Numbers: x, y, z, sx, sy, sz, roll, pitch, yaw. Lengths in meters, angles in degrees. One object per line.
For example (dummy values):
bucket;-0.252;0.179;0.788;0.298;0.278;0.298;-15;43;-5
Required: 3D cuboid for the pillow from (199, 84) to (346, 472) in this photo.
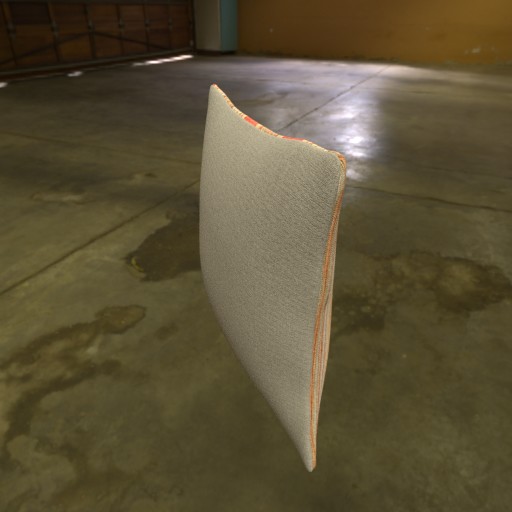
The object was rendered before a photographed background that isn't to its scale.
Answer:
pillow;0.000;0.000;0.647;0.136;0.419;0.437;-10;31;-17
